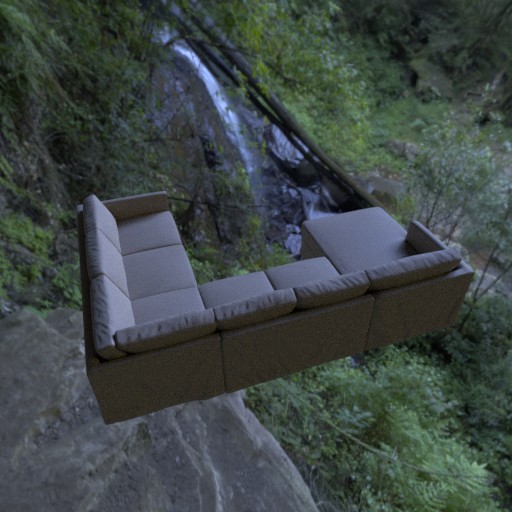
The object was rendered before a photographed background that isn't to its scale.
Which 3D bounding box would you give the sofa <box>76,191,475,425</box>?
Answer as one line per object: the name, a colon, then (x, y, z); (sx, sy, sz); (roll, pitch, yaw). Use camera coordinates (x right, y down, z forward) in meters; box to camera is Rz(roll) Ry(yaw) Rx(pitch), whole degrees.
sofa: (0.000, 0.000, 4.701); (3.528, 0.878, 2.476); (-12, 41, -15)
